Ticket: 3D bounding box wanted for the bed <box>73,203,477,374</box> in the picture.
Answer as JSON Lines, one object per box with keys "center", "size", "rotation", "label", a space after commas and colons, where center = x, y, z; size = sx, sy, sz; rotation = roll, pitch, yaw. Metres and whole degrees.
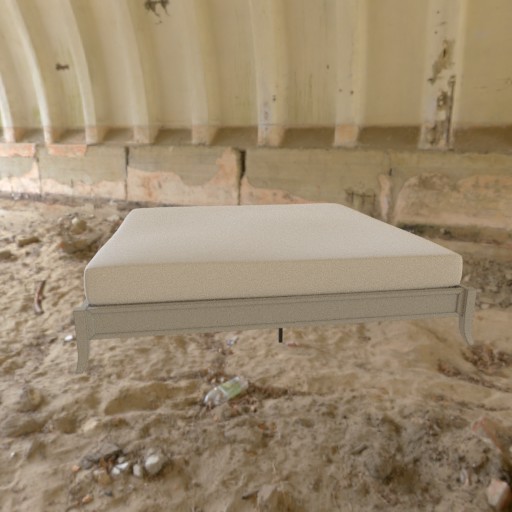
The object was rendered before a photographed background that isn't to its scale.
{"center": [0.000, 0.000, 3.134], "size": [2.007, 0.510, 2.108], "rotation": [-2, 15, -8], "label": "bed"}
